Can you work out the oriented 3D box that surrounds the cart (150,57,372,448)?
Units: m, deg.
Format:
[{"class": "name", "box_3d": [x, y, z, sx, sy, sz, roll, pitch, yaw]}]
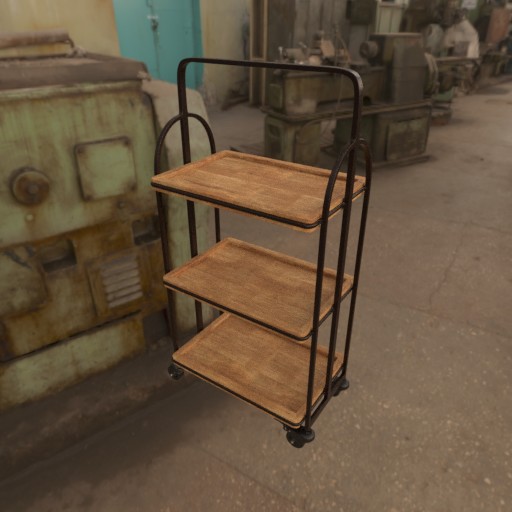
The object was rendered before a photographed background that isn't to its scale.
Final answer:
[{"class": "cart", "box_3d": [0.000, 0.000, 1.239, 0.553, 1.001, 0.327, 18, 34, 30]}]
